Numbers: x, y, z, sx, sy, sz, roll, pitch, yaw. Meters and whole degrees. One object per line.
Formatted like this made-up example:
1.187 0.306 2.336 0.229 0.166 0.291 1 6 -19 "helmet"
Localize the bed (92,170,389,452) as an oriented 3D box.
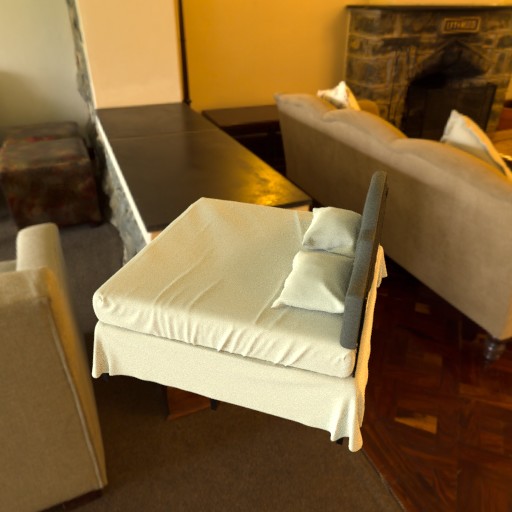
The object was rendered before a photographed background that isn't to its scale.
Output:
0.000 0.000 3.811 2.222 1.631 2.303 9 32 16 "bed"
